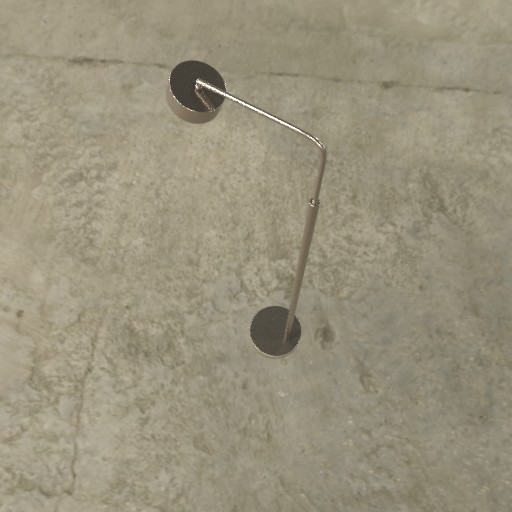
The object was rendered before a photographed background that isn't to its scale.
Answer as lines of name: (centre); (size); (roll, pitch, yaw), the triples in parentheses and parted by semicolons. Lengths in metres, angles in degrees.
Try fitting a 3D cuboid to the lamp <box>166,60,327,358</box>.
lamp: (0.000, 0.000, 1.396); (0.421, 1.250, 0.222); (30, 67, 15)
